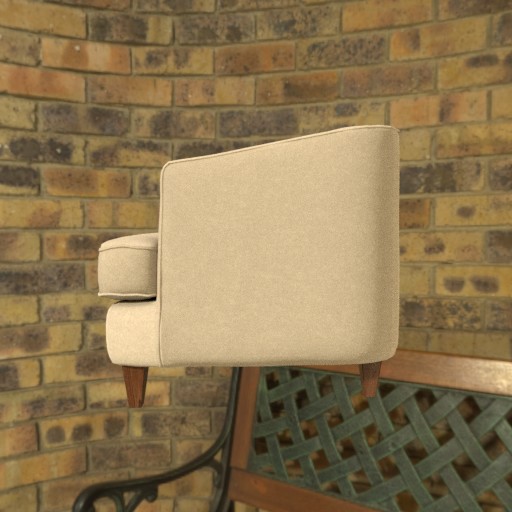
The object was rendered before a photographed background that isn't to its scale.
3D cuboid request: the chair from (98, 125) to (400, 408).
[{"bbox_3d":[0.000,0.000,1.768,0.941,0.852,1.104,0,2,0],"label":"chair"}]
